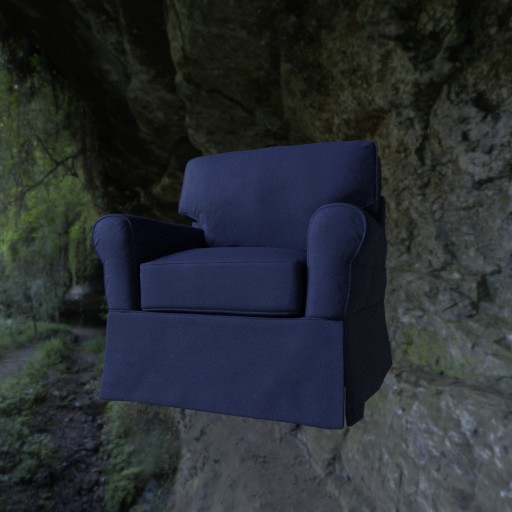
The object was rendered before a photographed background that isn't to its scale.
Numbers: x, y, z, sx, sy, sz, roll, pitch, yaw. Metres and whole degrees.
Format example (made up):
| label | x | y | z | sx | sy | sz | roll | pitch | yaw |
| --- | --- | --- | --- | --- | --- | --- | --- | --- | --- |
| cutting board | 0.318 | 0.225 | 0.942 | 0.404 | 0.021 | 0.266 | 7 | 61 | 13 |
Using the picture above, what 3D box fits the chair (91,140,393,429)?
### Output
| label | x | y | z | sx | sy | sz | roll | pitch | yaw |
| --- | --- | --- | --- | --- | --- | --- | --- | --- | --- |
| chair | 0.000 | 0.000 | 1.976 | 1.119 | 1.140 | 1.002 | -1 | -2 | 20 |
